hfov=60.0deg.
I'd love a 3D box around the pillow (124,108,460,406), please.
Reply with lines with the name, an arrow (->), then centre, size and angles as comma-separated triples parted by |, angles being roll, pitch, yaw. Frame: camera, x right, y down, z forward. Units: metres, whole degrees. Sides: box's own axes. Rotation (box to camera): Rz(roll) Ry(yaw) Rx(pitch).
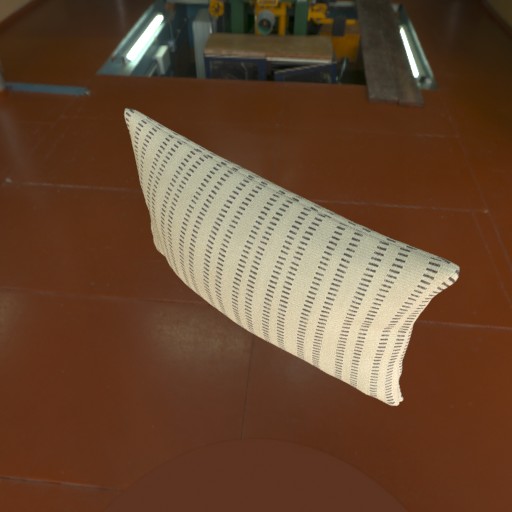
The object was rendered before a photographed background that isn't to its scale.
pillow -> 0.000, 0.000, 0.791 | 0.640, 0.353, 0.210 | 31, 53, 26
